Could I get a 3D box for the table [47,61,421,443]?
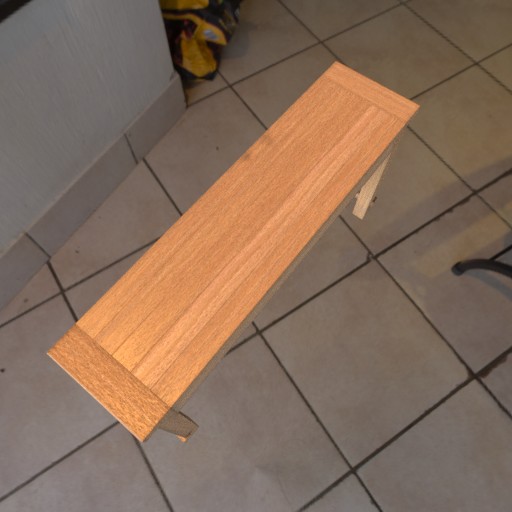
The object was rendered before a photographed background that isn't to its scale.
[{"bbox_3d":[0.000,0.000,1.921,0.442,0.762,1.599,35,70,15],"label":"table"}]
